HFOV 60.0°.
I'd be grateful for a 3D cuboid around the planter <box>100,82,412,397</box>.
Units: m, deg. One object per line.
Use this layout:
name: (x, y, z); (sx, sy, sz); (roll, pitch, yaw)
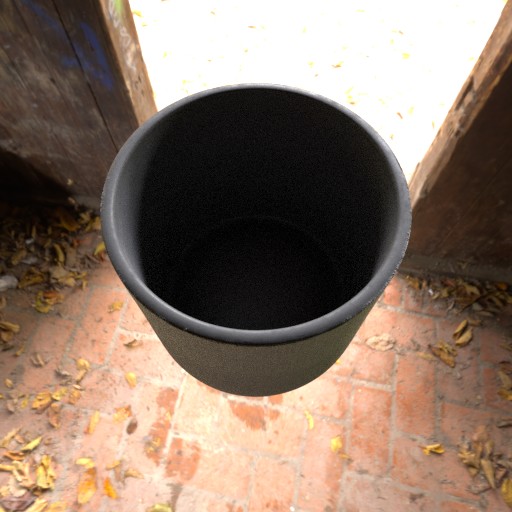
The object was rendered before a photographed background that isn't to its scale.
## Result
planter: (0.000, 0.000, 0.399); (0.221, 0.201, 0.221); (0, 64, 0)
